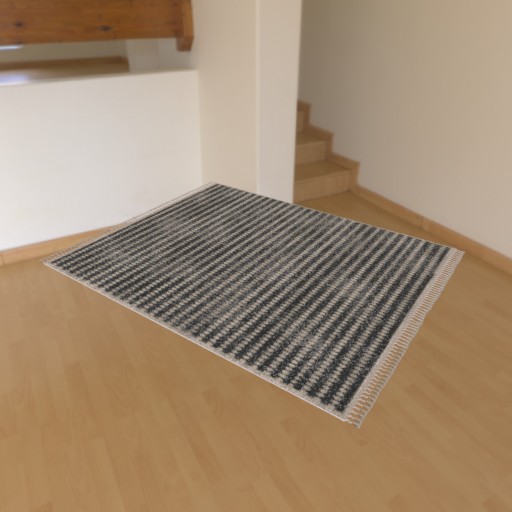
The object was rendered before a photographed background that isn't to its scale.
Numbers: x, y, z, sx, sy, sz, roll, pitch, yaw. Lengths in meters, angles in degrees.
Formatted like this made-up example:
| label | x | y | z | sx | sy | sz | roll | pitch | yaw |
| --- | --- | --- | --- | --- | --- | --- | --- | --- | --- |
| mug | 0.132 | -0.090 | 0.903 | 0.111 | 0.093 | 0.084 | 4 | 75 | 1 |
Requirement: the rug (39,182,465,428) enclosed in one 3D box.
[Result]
| label | x | y | z | sx | sy | sz | roll | pitch | yaw |
| --- | --- | --- | --- | --- | --- | --- | --- | --- | --- |
| rug | 0.000 | 0.000 | 3.814 | 2.910 | 0.013 | 2.256 | 20 | 36 | 30 |
